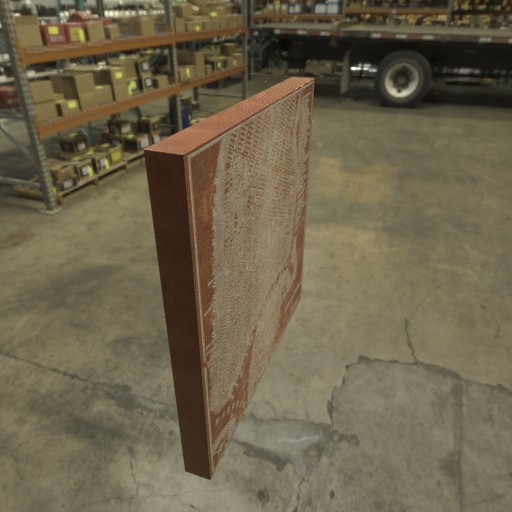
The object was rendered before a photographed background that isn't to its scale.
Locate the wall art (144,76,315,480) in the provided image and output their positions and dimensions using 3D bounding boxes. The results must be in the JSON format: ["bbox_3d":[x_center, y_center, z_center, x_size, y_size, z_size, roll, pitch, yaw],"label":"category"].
[{"bbox_3d":[0.000,0.000,0.603,0.035,0.403,0.403,11,32,18],"label":"wall art"}]
